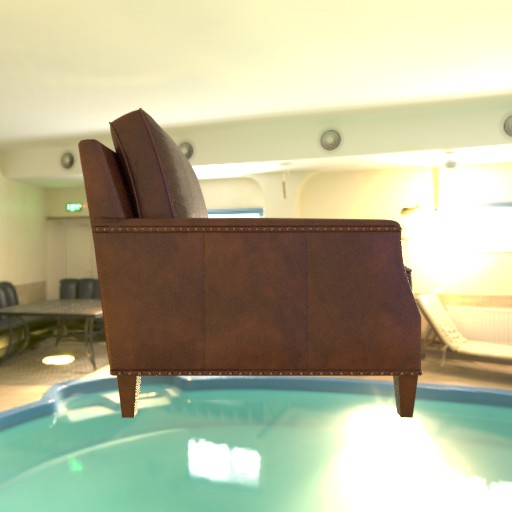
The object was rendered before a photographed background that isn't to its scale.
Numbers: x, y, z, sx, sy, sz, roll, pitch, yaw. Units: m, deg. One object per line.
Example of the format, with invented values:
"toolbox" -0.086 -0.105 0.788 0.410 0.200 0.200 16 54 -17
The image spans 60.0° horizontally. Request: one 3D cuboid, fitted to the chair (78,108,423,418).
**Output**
"chair" 0.000 0.000 1.683 1.014 0.929 0.853 0 1 0
